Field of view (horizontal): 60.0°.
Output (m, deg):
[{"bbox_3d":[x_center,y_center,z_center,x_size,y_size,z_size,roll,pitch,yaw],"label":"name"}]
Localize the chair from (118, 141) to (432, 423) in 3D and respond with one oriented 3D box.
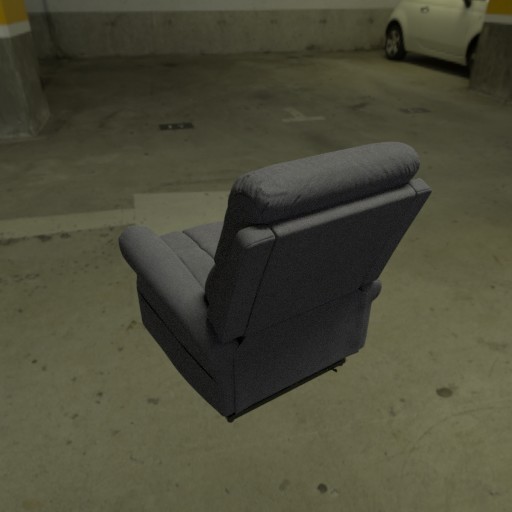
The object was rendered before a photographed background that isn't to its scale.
[{"bbox_3d":[0.000,0.000,1.747,0.871,1.031,0.979,-18,35,-28],"label":"chair"}]
